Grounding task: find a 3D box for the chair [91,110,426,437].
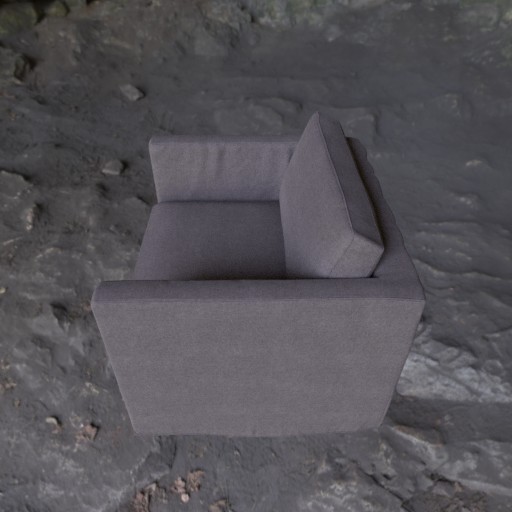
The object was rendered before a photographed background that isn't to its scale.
[{"bbox_3d":[0.000,0.000,1.754,0.949,0.863,1.057,-1,40,-1],"label":"chair"}]
